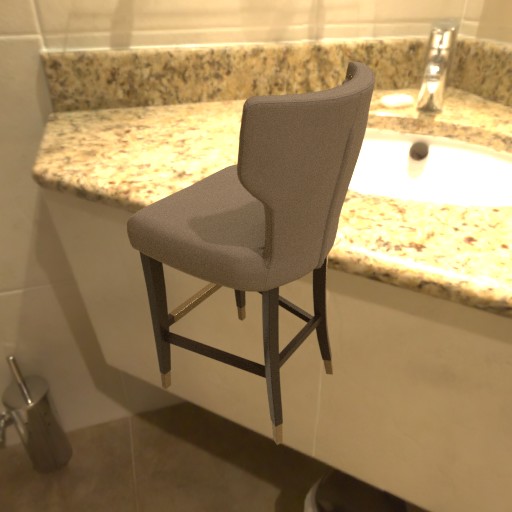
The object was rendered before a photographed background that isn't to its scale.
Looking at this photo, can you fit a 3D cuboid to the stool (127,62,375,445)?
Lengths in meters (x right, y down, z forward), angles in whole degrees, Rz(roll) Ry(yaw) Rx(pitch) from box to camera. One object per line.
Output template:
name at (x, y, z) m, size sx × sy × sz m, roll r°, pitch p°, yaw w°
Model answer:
stool at (0.000, 0.000, 1.380) m, size 0.563 × 1.092 × 0.526 m, roll 21°, pitch 39°, yaw 29°
